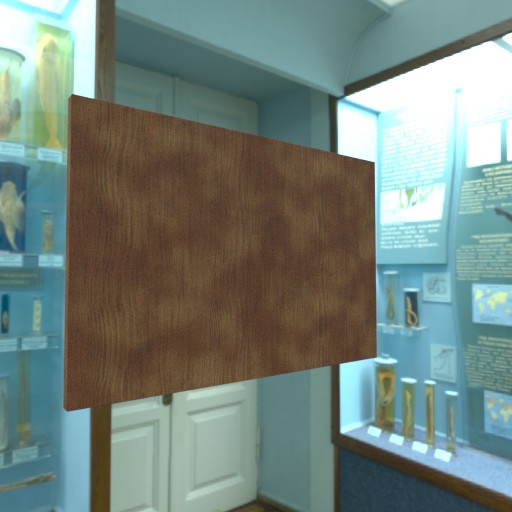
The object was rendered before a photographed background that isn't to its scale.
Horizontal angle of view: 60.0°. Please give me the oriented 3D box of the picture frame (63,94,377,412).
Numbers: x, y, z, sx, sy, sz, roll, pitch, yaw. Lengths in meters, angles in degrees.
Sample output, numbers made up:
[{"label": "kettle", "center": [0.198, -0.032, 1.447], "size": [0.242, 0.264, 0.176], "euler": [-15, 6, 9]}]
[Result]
[{"label": "picture frame", "center": [0.000, 0.000, 1.182], "size": [0.950, 0.640, 0.029], "euler": [2, -3, -36]}]
